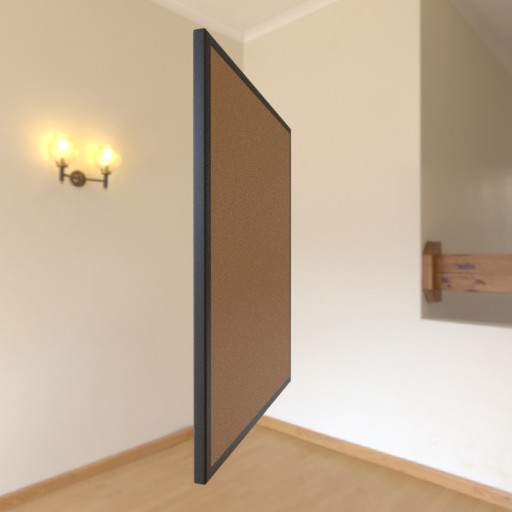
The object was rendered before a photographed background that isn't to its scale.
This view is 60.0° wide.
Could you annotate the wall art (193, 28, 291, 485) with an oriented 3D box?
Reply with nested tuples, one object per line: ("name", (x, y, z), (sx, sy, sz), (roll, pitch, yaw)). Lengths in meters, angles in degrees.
("wall art", (0.000, 0.000, 0.795), (0.018, 0.582, 0.481), (0, 0, 18))
